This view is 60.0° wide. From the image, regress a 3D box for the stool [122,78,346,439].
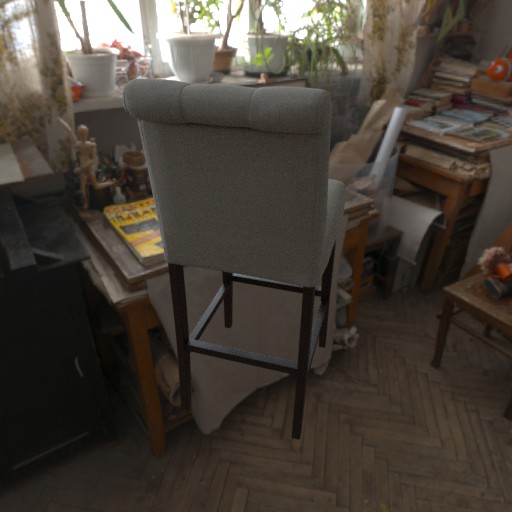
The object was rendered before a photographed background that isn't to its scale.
[{"bbox_3d":[0.000,0.000,1.438,0.493,1.140,0.601,9,32,15],"label":"stool"}]
